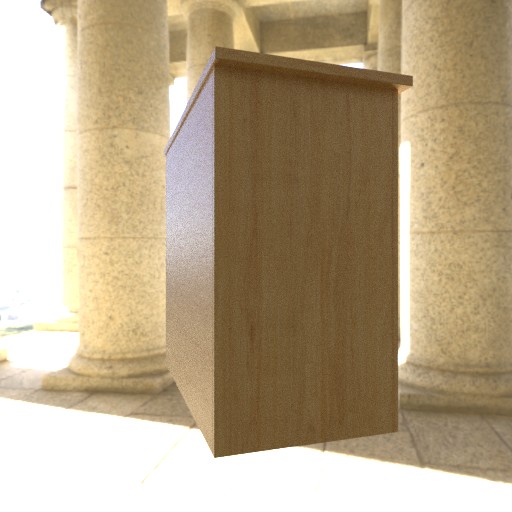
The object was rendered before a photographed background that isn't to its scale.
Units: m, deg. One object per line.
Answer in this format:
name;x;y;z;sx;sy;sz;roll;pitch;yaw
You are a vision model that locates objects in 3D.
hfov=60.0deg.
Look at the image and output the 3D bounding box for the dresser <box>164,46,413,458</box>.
dresser;0.000;0.000;1.215;0.410;0.730;0.800;0;0;-18
